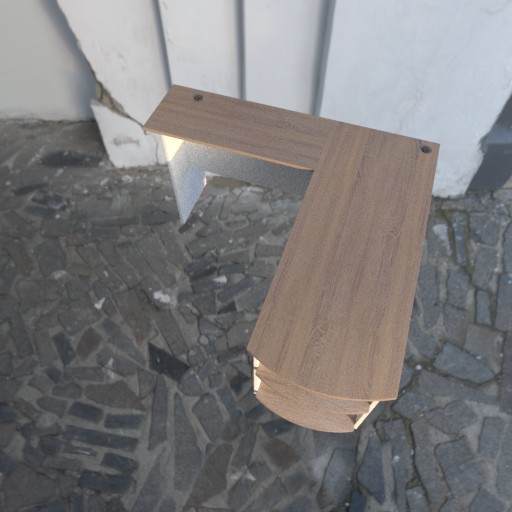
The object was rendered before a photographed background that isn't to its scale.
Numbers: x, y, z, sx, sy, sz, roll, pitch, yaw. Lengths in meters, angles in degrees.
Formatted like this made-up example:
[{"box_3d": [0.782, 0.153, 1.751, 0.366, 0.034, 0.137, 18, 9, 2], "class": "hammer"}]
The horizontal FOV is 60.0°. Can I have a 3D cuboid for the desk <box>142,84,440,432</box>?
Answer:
[{"box_3d": [0.000, 0.000, 2.139, 1.361, 0.716, 1.303, 16, 58, 10], "class": "desk"}]
